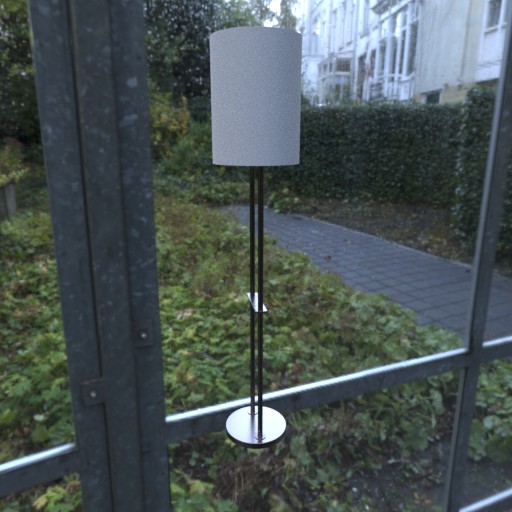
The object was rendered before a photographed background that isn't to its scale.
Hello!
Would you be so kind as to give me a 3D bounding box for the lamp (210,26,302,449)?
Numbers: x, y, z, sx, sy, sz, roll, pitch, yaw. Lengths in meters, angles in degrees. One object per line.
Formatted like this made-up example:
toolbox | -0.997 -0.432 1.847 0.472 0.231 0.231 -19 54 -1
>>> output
lamp | 0.000 0.000 1.663 0.305 1.500 0.306 -3 15 -10
